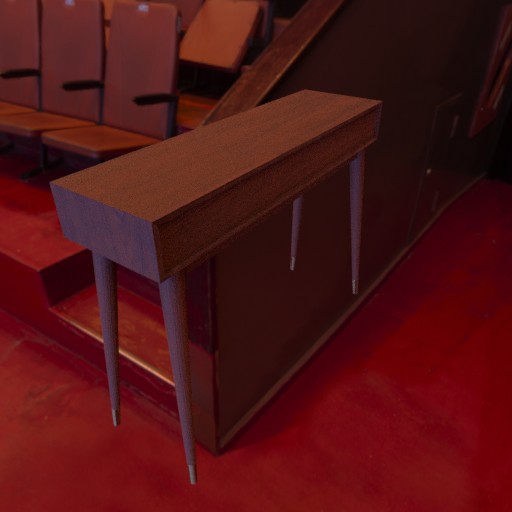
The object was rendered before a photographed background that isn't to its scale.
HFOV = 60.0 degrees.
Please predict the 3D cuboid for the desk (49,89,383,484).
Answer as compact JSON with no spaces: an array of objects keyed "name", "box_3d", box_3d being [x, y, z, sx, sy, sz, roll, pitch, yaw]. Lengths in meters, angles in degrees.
[{"name":"desk","box_3d":[0.000,0.000,1.625,0.384,0.917,1.204,21,38,29]}]
